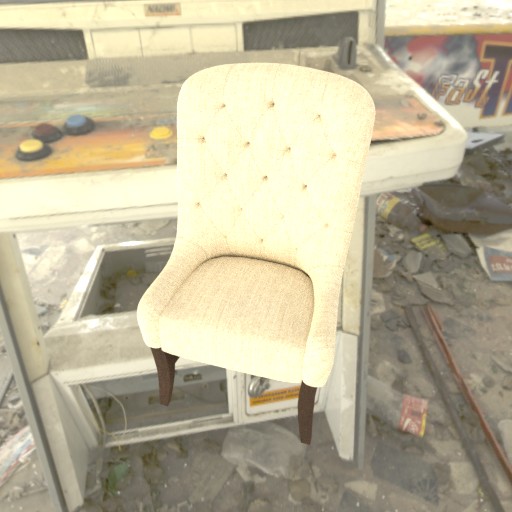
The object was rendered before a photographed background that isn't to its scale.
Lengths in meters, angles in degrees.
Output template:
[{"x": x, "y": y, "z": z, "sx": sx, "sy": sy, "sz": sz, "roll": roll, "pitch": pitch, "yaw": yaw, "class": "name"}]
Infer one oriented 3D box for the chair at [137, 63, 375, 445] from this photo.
[{"x": 0.000, "y": 0.000, "z": 1.502, "sx": 0.634, "sy": 1.091, "sz": 0.629, "roll": 10, "pitch": 40, "yaw": 13, "class": "chair"}]
